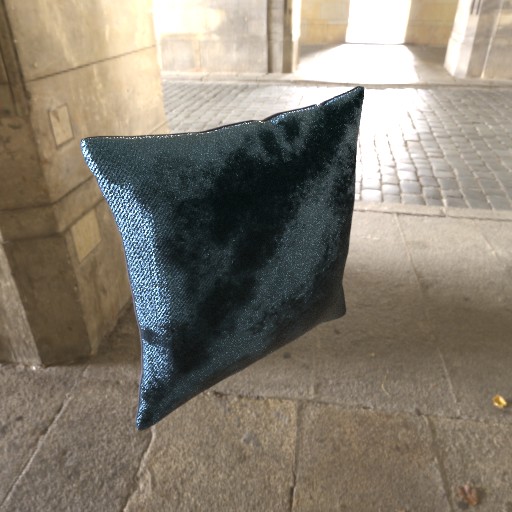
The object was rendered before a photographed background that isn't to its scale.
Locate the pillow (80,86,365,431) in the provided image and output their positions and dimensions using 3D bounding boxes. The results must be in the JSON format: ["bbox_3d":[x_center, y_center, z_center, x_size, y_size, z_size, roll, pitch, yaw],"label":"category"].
[{"bbox_3d":[0.000,0.000,0.648,0.436,0.430,0.138,-21,37,-32],"label":"pillow"}]
